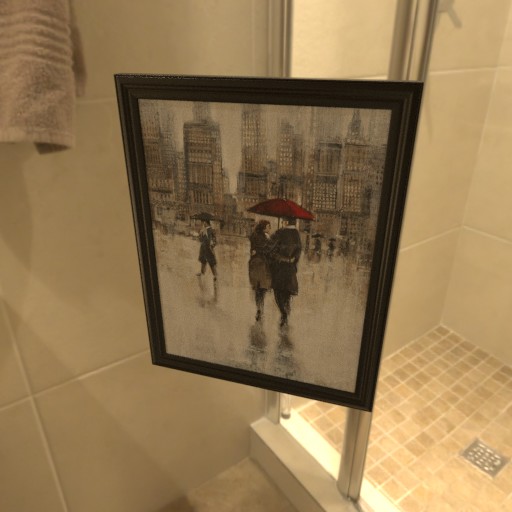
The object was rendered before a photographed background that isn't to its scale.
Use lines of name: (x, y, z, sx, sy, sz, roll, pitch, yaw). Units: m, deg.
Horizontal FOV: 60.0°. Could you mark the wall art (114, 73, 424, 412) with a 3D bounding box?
wall art: (0.000, 0.000, 1.589, 0.950, 1.194, 0.053, 8, 28, 15)
